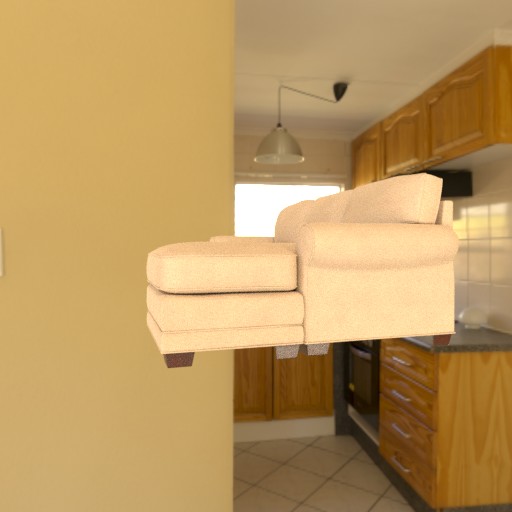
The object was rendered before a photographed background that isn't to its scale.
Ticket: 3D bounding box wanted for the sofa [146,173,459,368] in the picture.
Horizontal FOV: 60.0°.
[{"bbox_3d":[0.000,0.000,2.440,1.226,0.734,1.770,0,1,-18],"label":"sofa"}]
